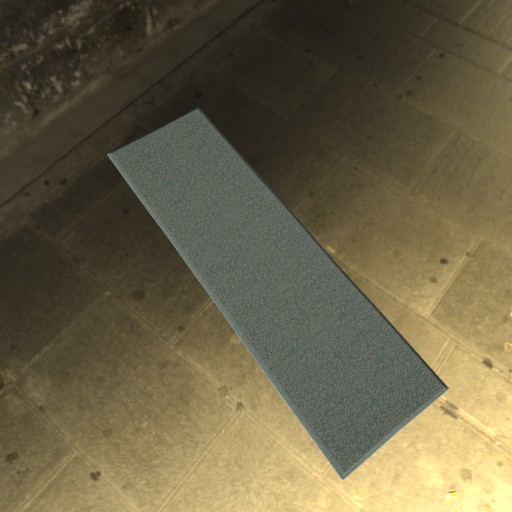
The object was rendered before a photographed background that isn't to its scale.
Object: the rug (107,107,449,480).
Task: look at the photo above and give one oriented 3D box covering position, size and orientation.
[{"bbox_3d":[0.000,0.000,2.394,0.662,0.011,2.196,-33,68,-15],"label":"rug"}]
